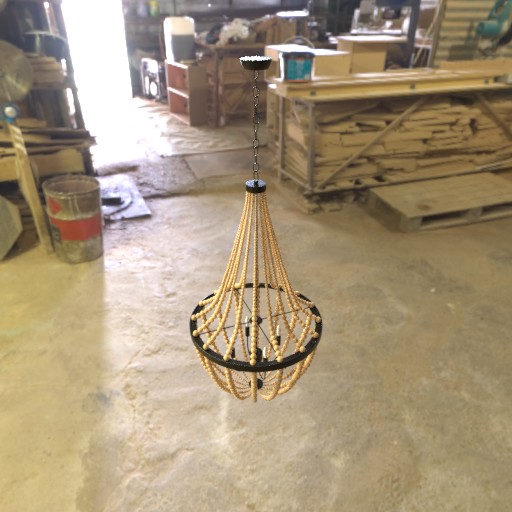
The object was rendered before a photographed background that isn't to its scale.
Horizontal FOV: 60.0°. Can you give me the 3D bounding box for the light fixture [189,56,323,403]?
[{"bbox_3d":[0.000,0.000,1.383,0.450,1.133,0.450,0,30,0],"label":"light fixture"}]
